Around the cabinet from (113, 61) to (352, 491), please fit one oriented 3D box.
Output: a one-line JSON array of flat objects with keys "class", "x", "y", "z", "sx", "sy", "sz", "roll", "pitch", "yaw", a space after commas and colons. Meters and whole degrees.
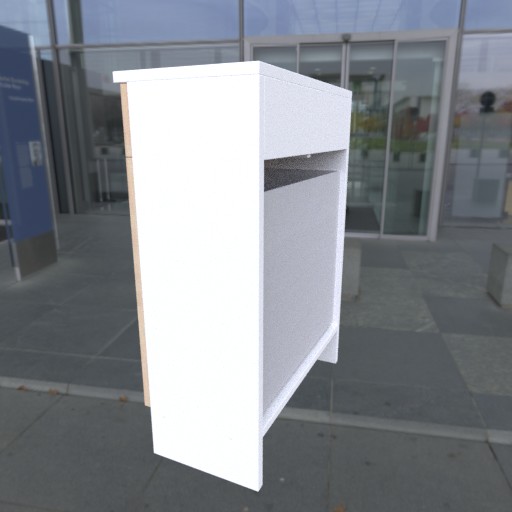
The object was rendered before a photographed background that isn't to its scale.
[{"class": "cabinet", "x": 0.000, "y": 0.000, "z": 1.118, "sx": 0.296, "sy": 0.815, "sz": 0.600, "roll": 7, "pitch": 17, "yaw": 24}]
